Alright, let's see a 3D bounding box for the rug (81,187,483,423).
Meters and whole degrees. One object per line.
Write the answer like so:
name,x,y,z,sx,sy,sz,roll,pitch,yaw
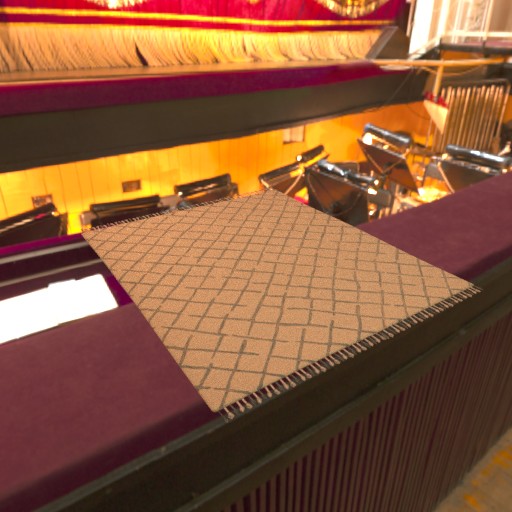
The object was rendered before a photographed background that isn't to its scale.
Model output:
rug,0.000,0.000,4.851,2.892,0.036,3.585,-17,32,-29
